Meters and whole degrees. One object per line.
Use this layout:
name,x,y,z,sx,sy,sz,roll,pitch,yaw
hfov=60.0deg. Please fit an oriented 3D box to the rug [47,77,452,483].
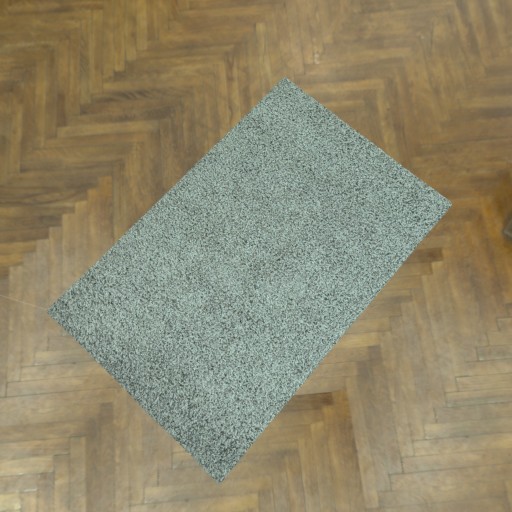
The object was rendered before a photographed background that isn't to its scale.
rug,0.000,0.000,3.440,1.778,0.030,2.743,41,79,10
